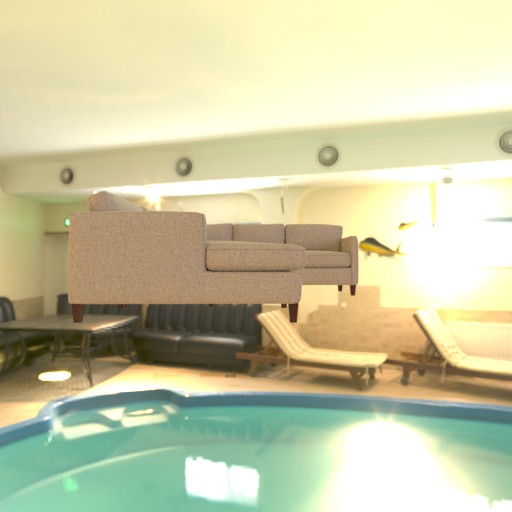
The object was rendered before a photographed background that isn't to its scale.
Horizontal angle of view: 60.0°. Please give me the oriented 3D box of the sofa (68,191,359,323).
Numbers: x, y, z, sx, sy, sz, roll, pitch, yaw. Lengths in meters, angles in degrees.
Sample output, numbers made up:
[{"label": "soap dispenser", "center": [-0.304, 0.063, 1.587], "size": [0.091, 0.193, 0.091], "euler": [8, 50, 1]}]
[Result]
[{"label": "sofa", "center": [0.000, 0.000, 4.685], "size": [2.593, 0.959, 3.460], "euler": [0, -1, 0]}]
